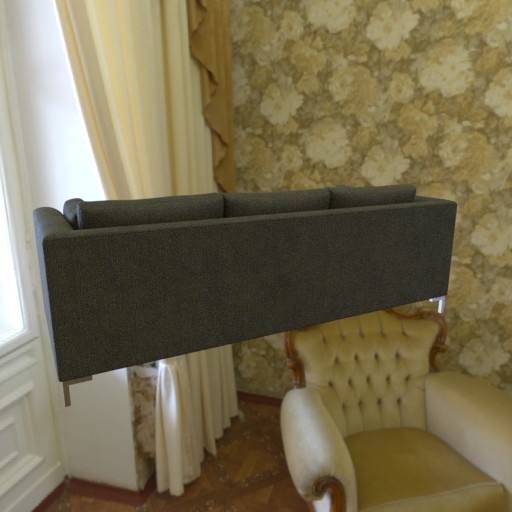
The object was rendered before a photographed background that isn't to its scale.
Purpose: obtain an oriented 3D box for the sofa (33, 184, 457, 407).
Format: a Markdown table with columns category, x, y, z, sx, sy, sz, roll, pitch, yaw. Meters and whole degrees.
| category | x | y | z | sx | sy | sz | roll | pitch | yaw |
| --- | --- | --- | --- | --- | --- | --- | --- | --- | --- |
| sofa | 0.000 | 0.000 | 2.770 | 2.415 | 0.867 | 0.969 | -7 | 16 | -27 |
